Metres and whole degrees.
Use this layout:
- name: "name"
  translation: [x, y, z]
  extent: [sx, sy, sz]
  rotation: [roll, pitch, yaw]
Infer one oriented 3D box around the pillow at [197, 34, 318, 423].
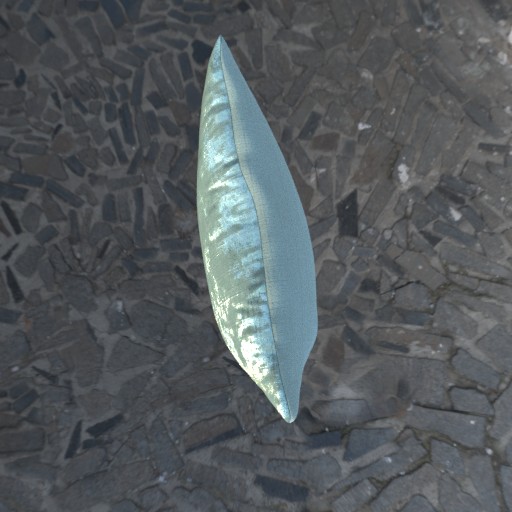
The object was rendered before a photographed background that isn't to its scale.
- name: "pillow"
  translation: [0.000, 0.000, 0.723]
  extent: [0.175, 0.464, 0.470]
  rotation: [-9, 76, -2]
